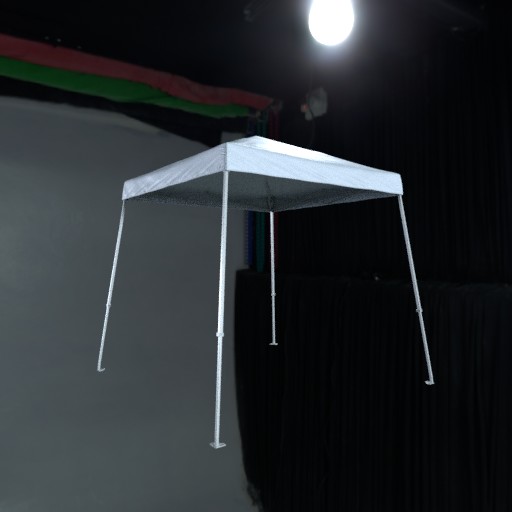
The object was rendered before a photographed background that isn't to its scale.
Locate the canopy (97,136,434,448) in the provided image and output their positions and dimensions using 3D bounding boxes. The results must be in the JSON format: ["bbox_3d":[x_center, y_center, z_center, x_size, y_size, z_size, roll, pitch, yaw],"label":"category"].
[{"bbox_3d":[0.000,0.000,6.643,3.600,3.600,3.599,0,0,-37],"label":"canopy"}]
